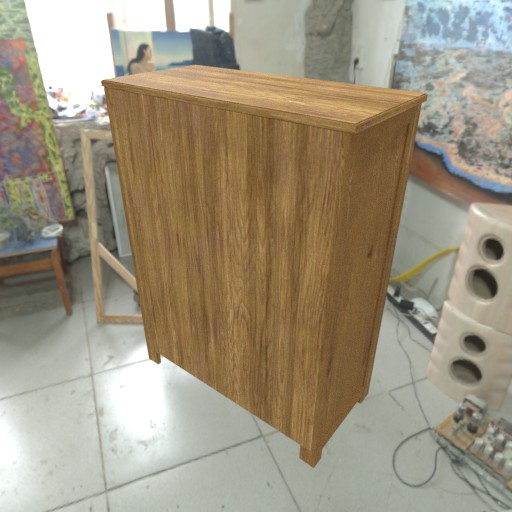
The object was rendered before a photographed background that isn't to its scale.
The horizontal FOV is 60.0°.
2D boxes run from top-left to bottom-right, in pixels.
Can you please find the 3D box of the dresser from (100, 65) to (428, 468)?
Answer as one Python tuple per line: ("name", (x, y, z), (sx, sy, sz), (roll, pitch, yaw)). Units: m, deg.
("dresser", (0.000, 0.000, 1.959), (1.081, 1.431, 0.558), (22, 37, 32))
